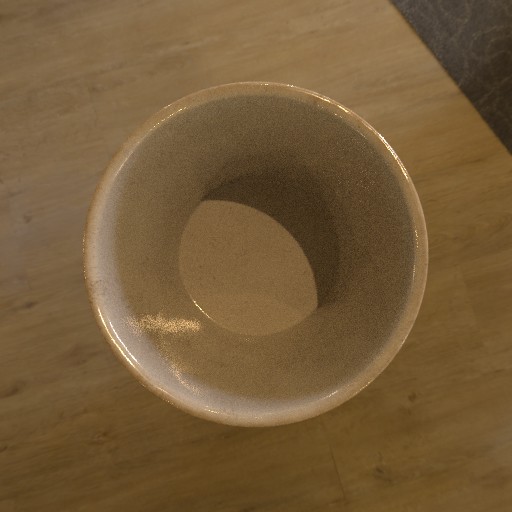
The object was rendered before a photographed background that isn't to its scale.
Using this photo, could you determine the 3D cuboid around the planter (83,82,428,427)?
[{"bbox_3d":[0.000,0.000,0.214,0.126,0.104,0.126,0,89,0],"label":"planter"}]
